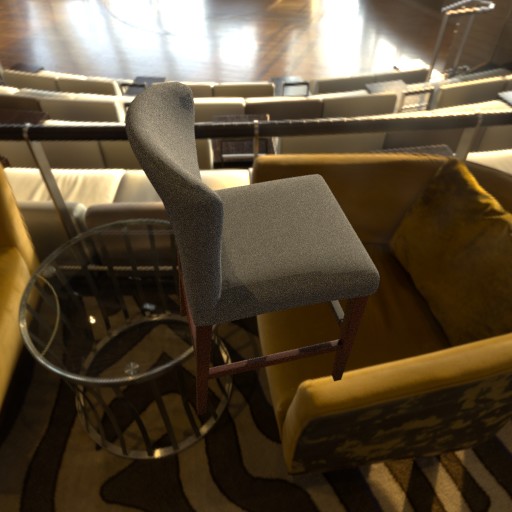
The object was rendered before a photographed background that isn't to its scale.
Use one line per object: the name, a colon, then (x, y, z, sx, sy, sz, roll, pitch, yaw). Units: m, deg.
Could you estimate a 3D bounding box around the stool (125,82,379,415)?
stool: (0.000, 0.000, 1.321, 0.568, 0.968, 0.479, -10, 47, -10)
